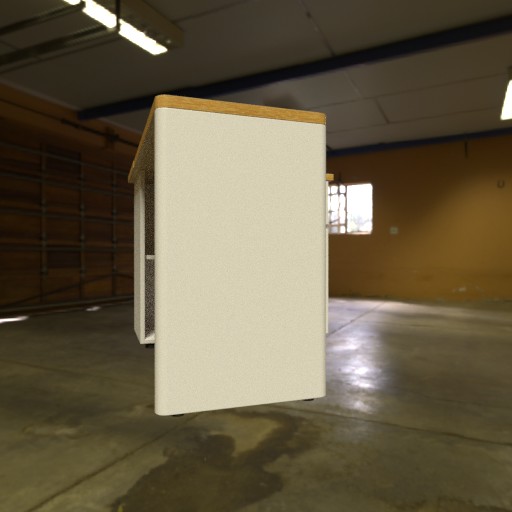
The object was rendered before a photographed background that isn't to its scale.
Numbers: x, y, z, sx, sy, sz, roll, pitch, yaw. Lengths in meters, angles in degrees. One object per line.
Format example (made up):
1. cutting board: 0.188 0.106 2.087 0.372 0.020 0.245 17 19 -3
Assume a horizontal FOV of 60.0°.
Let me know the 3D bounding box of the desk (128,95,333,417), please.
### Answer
1. desk: 0.000 0.000 1.733 0.900 0.760 1.170 0 0 -19
